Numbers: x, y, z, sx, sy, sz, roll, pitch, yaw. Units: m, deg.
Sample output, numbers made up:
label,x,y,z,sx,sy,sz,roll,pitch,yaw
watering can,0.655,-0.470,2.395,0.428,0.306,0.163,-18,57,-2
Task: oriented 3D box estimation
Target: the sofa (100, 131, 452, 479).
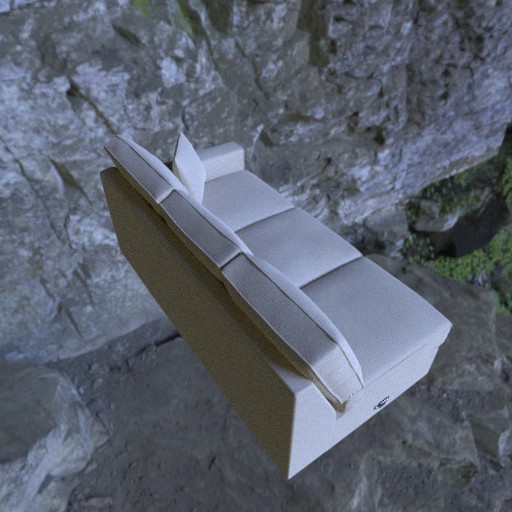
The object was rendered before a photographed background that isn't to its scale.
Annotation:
label,x,y,z,sx,sy,sz,roll,pitch,yaw
sofa,0.000,0.000,2.536,1.034,0.946,1.963,-25,47,-26
